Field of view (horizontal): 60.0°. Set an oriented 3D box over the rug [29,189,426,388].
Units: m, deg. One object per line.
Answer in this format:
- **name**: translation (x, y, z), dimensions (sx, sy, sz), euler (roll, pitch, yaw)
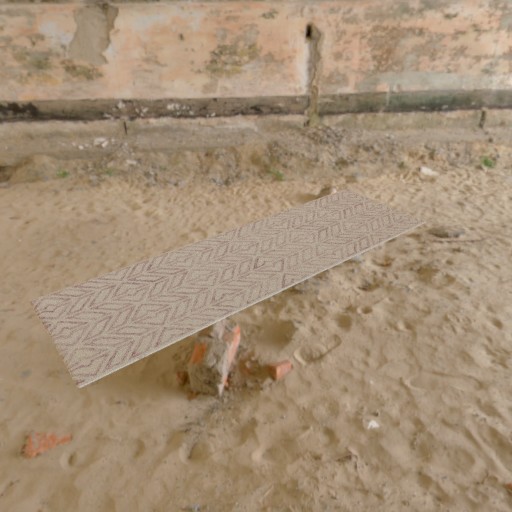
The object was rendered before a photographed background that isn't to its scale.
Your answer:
- **rug**: translation (0.000, 0.000, 2.708), dimensions (2.435, 0.009, 0.750), euler (-22, 38, -32)
